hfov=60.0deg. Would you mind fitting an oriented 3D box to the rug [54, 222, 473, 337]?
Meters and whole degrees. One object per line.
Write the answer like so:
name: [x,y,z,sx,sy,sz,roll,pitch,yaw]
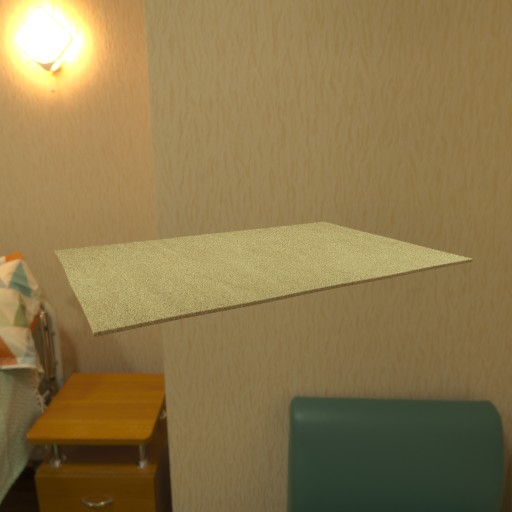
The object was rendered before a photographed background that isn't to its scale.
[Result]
rug: [0.000,0.000,3.425,2.699,0.025,1.800,-8,17,-28]
